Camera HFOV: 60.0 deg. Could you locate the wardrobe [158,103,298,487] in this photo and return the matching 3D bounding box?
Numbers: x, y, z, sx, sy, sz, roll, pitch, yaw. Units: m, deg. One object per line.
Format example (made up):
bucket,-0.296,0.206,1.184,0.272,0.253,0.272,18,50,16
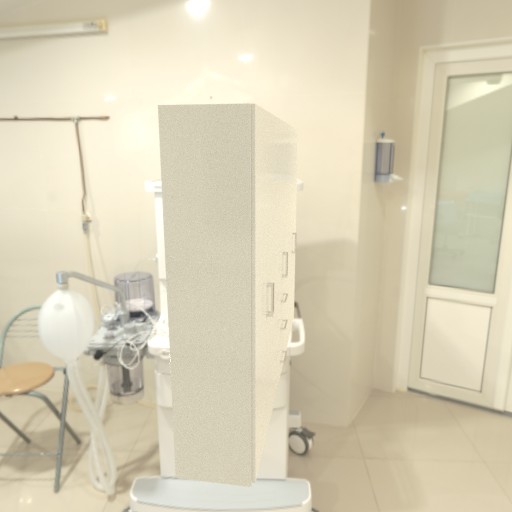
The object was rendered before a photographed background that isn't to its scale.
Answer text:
wardrobe,0.000,0.000,4.071,0.580,2.360,3.000,2,13,9
